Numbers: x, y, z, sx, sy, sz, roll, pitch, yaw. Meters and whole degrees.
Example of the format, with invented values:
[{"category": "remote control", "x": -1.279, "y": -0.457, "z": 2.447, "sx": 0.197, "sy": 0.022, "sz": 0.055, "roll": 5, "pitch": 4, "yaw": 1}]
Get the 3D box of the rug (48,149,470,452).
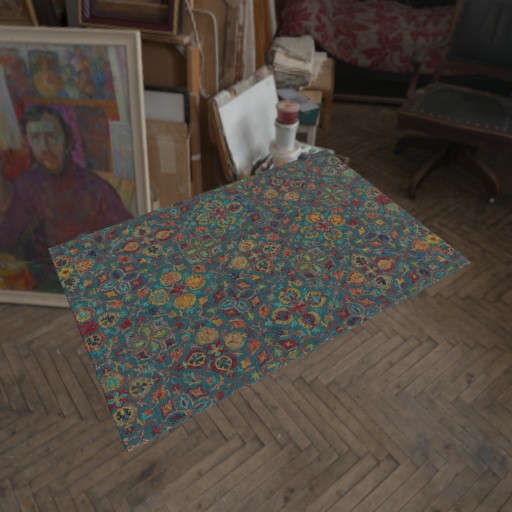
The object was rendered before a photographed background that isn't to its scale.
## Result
[{"category": "rug", "x": 0.000, "y": 0.000, "z": 2.302, "sx": 1.836, "sy": 0.014, "sz": 1.216, "roll": -24, "pitch": 51, "yaw": -21}]
